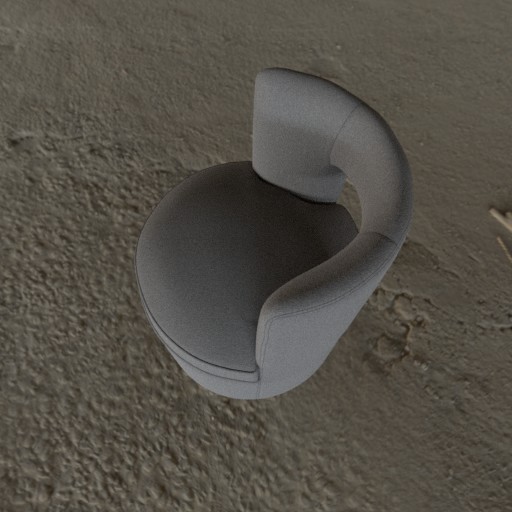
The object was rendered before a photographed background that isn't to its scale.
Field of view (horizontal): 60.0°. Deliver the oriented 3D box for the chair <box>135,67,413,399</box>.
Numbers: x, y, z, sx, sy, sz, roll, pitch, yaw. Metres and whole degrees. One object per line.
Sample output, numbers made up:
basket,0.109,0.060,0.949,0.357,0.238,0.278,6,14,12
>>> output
chair,0.000,0.000,1.230,0.660,0.719,0.689,-1,58,-1
